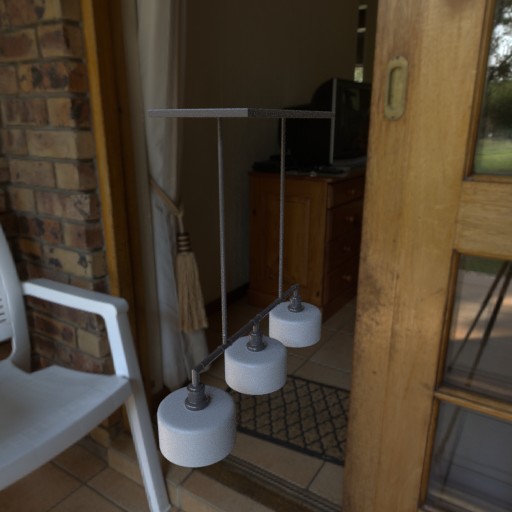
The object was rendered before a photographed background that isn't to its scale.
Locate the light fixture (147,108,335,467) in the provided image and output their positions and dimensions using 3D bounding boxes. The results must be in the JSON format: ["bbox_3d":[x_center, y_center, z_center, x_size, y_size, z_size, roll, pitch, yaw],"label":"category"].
[{"bbox_3d":[0.000,0.000,0.895,0.177,0.557,0.582,9,19,26],"label":"light fixture"}]
